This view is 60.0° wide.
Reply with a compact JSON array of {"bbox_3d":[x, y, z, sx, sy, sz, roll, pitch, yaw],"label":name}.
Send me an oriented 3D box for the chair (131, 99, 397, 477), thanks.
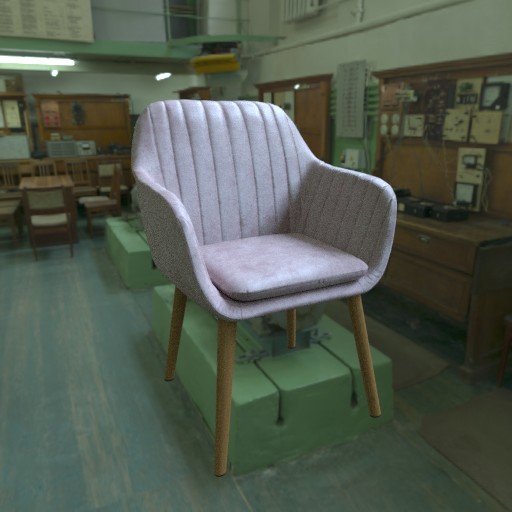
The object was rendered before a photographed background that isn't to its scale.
[{"bbox_3d":[0.000,0.000,1.228,0.610,0.832,0.570,-9,19,-26],"label":"chair"}]
